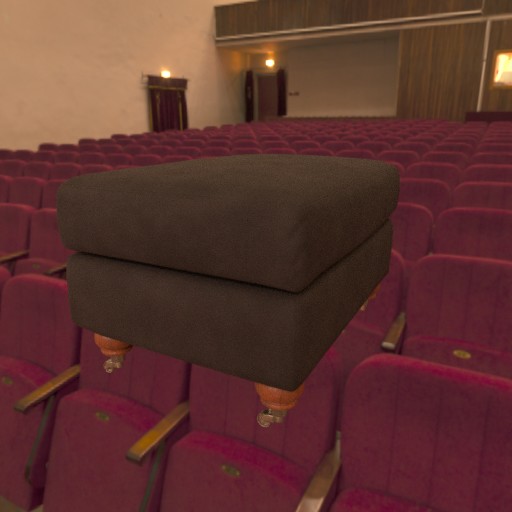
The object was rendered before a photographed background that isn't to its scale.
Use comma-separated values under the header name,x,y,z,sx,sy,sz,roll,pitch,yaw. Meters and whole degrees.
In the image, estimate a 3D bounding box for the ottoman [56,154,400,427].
name,x,y,z,sx,sy,sz,roll,pitch,yaw
ottoman,0.000,0.000,1.150,0.574,0.497,0.773,9,19,27
